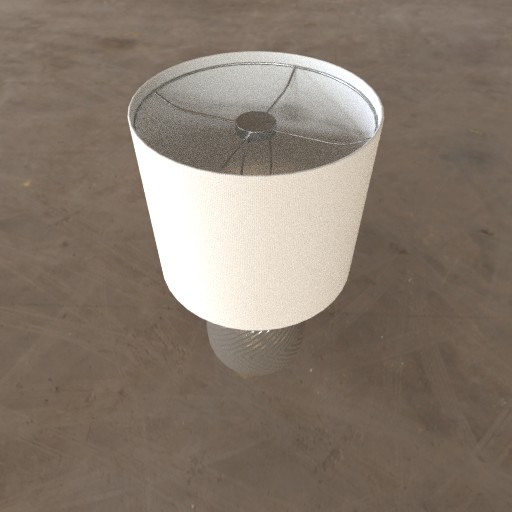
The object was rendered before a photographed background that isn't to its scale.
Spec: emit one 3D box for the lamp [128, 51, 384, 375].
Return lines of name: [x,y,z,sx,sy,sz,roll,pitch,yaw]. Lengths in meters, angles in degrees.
lamp: [0.000,0.000,0.495,0.207,0.366,0.207,17,49,16]
